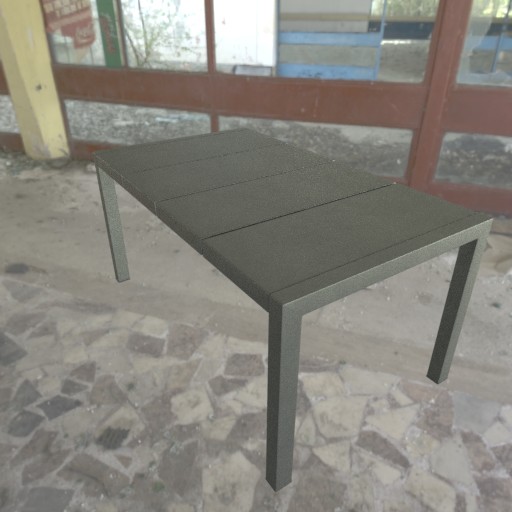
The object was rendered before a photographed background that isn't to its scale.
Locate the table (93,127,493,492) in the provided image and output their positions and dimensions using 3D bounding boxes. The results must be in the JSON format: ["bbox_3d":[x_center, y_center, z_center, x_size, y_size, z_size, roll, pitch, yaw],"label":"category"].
[{"bbox_3d":[0.000,0.000,1.257,0.559,0.460,0.965,-18,34,-29],"label":"table"}]
